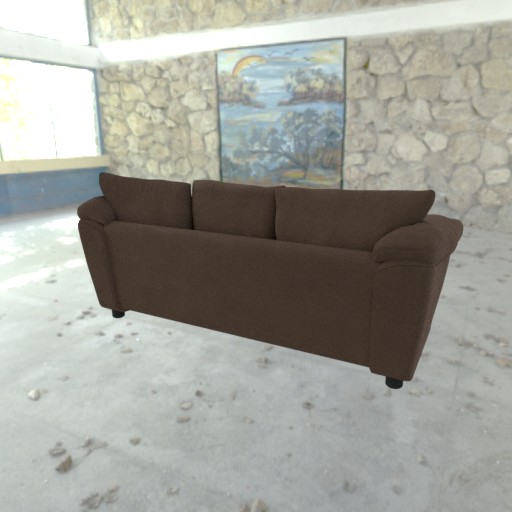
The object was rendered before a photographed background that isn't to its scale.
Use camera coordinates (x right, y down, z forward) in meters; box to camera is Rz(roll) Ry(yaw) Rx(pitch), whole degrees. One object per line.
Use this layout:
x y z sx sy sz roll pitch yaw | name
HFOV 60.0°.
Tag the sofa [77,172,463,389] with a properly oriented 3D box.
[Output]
0.000 0.000 2.846 2.336 1.015 0.878 8 17 27 | sofa
